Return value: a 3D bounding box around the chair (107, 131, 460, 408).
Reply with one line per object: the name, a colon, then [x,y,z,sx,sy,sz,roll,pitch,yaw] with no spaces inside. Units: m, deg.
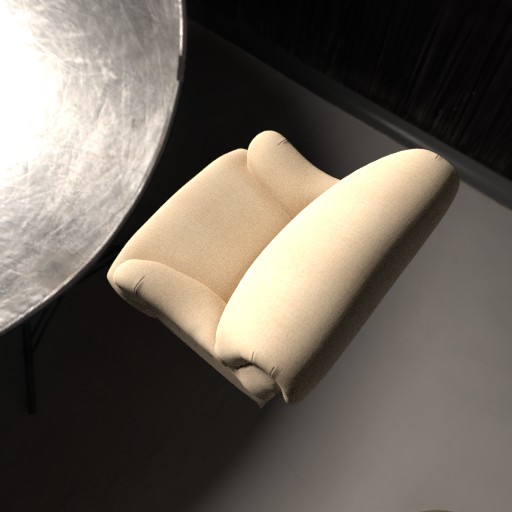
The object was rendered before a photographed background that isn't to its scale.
chair: [0.000,0.000,1.514,0.842,0.944,0.766,36,69,16]
